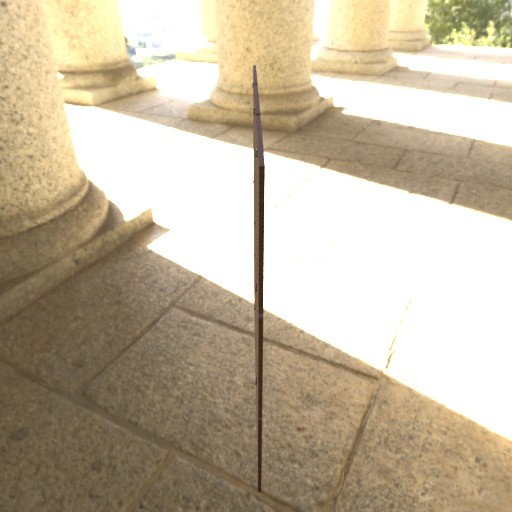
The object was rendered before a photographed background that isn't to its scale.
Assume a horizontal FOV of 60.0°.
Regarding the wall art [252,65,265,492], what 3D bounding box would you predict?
[{"bbox_3d":[0.000,0.000,1.765,0.019,1.218,1.221,0,32,-1],"label":"wall art"}]
